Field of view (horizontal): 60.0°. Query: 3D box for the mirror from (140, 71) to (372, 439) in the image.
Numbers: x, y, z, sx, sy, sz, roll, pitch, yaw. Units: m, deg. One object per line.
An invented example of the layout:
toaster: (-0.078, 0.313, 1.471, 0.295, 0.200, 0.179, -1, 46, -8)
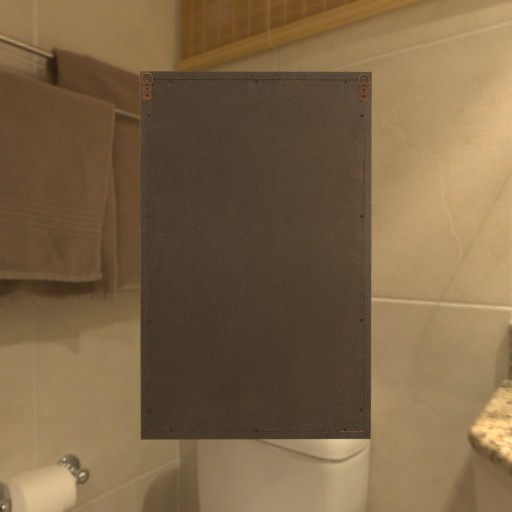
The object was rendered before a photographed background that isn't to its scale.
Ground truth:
mirror: (0.000, 0.000, 0.960, 0.495, 0.787, 0.058, 0, 1, 0)
